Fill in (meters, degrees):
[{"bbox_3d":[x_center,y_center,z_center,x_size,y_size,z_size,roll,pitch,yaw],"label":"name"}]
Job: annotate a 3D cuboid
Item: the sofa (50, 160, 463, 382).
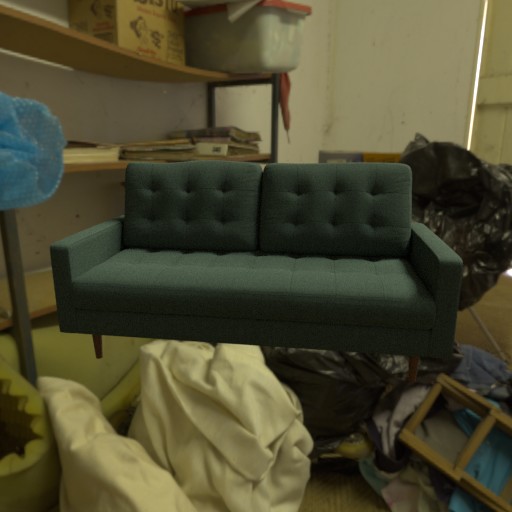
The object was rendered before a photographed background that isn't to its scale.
[{"bbox_3d":[0.000,0.000,2.569,2.010,1.050,0.966,2,15,8],"label":"sofa"}]
